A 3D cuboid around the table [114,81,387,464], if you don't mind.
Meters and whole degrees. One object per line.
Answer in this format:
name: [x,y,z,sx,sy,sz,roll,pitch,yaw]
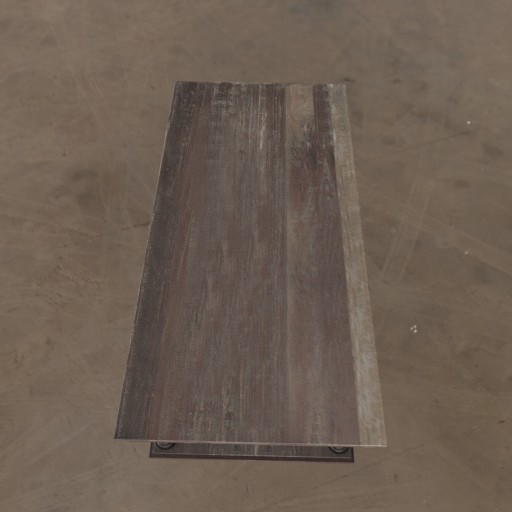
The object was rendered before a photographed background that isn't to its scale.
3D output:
table: [0.000,0.000,1.330,0.554,0.373,1.088,1,60,1]
